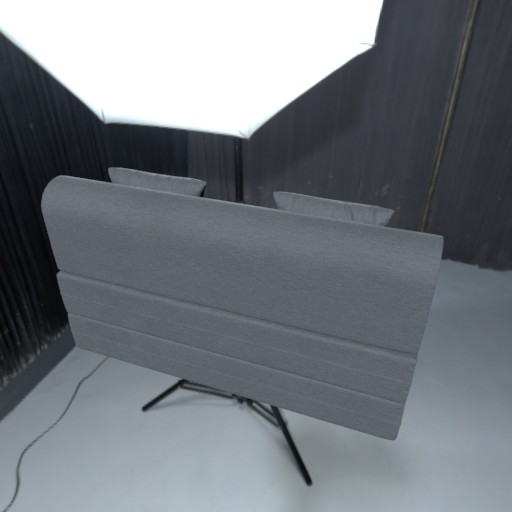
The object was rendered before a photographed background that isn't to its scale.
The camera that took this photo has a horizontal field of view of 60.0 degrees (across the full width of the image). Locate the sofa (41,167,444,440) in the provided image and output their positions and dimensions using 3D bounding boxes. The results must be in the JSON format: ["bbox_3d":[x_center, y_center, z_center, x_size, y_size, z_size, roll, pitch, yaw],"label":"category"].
[{"bbox_3d":[0.000,0.000,1.683,1.225,0.670,0.762,11,33,17],"label":"sofa"}]
